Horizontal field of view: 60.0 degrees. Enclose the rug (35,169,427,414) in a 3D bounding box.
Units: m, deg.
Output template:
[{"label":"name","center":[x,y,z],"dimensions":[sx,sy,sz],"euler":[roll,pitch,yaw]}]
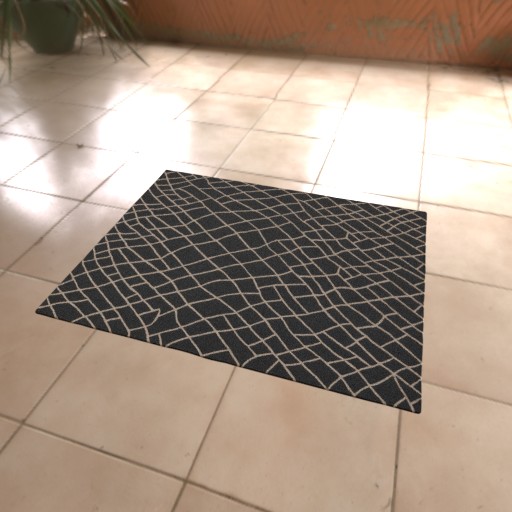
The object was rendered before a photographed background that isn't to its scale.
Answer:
[{"label":"rug","center":[0.000,0.000,4.156],"dimensions":[3.047,0.022,2.439],"euler":[11,42,13]}]
